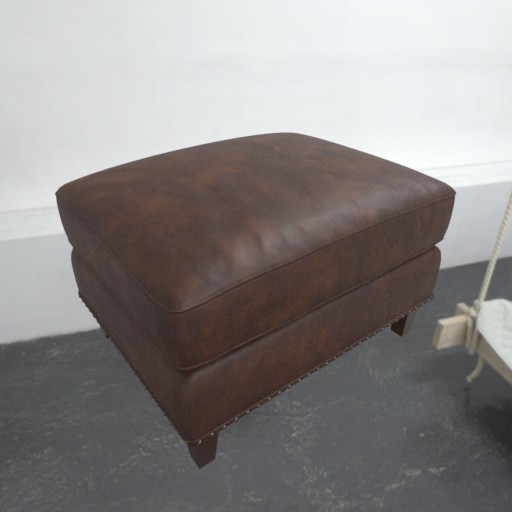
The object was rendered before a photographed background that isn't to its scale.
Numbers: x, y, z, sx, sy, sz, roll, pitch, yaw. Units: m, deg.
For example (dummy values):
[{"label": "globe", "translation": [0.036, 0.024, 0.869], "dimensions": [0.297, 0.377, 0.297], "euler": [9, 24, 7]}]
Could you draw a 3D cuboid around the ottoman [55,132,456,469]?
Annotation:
[{"label": "ottoman", "translation": [0.000, 0.000, 1.092], "dimensions": [0.742, 0.486, 0.586], "euler": [-22, 37, -32]}]
